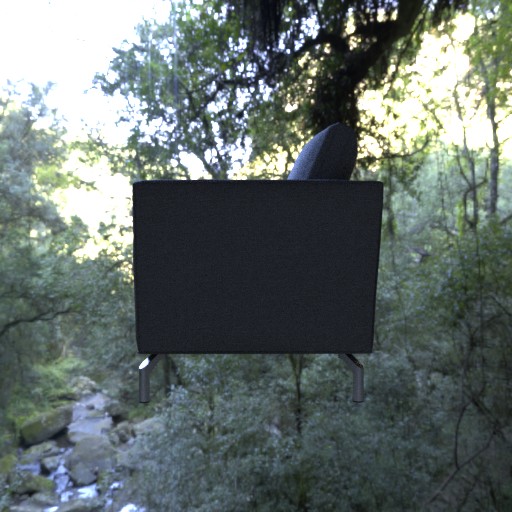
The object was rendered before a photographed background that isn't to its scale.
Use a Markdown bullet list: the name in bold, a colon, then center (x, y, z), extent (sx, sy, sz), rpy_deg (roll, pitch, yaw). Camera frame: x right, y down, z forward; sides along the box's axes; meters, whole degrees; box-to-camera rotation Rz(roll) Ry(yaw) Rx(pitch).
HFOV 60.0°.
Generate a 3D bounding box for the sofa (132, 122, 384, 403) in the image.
- **sofa**: center (0.000, 0.000, 2.156), extent (0.803, 0.924, 1.594), rpy_deg (0, 0, -1)
